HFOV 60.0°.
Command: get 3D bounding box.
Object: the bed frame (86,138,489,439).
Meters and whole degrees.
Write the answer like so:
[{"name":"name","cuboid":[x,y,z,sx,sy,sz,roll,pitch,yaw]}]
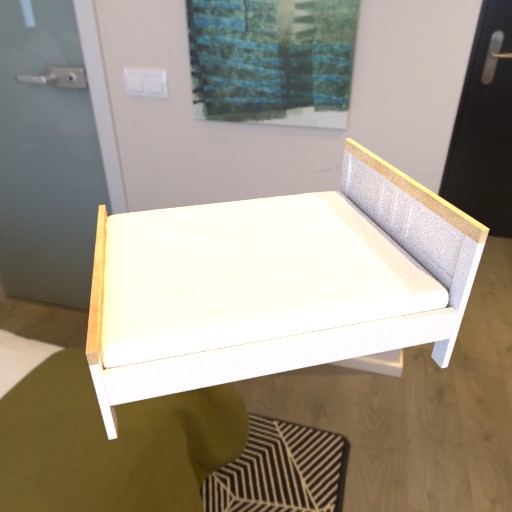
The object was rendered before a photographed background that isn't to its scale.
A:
[{"name":"bed frame","cuboid":[0.000,0.000,3.000,2.050,0.980,1.670,-8,32,-13]}]
